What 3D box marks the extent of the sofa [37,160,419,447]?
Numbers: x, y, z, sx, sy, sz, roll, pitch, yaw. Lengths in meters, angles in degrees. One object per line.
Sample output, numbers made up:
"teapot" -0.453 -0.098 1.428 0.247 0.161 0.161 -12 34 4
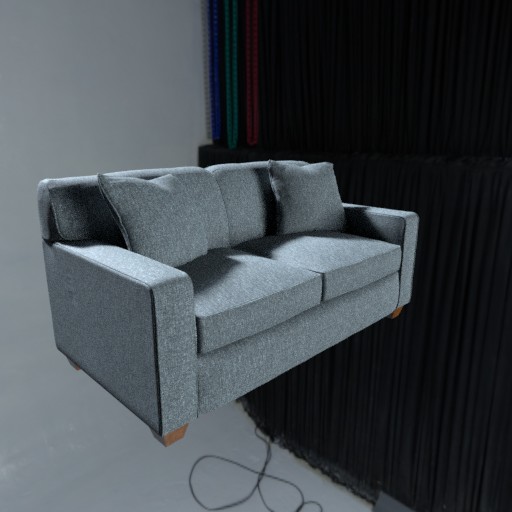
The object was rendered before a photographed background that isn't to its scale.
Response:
"sofa" 0.000 0.000 2.376 1.846 0.958 0.998 -15 22 -43
